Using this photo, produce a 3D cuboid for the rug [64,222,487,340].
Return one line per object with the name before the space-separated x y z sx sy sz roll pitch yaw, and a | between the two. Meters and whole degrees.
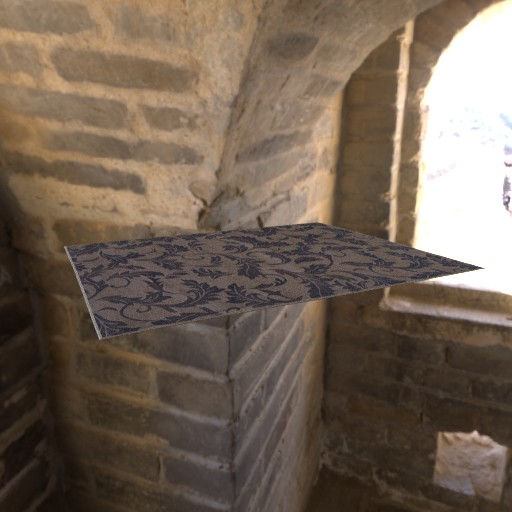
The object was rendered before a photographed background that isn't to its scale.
rug | 0.000 0.000 3.930 2.977 0.008 2.380 -7 16 -26
